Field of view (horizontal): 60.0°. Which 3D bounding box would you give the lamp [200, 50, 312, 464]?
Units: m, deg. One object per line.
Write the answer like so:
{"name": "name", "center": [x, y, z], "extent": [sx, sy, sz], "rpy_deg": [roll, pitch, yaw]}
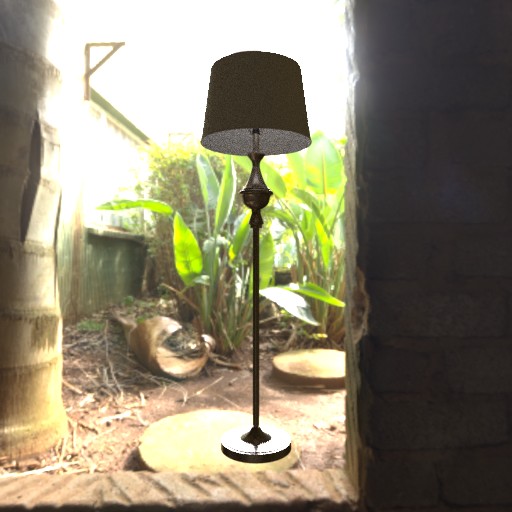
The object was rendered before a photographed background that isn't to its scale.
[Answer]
{"name": "lamp", "center": [0.000, 0.000, 1.723], "extent": [0.431, 1.488, 0.431], "rpy_deg": [0, 0, 0]}
